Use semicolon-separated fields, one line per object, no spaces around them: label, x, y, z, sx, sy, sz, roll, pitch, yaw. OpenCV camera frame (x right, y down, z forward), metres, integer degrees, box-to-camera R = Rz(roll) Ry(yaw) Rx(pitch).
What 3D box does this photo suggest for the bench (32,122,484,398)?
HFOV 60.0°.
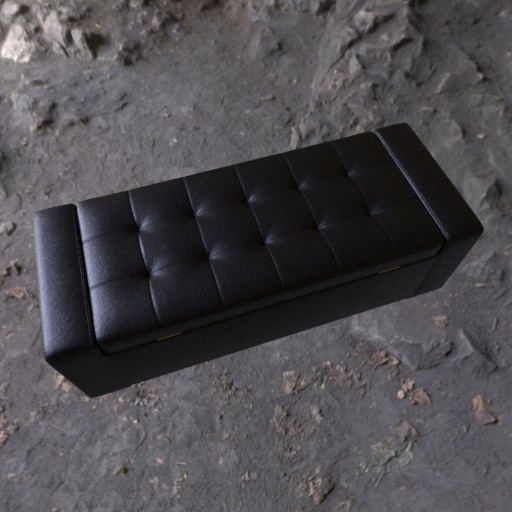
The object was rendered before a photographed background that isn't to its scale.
bench;0.000;0.000;1.518;1.296;0.445;0.508;-16;59;-10
